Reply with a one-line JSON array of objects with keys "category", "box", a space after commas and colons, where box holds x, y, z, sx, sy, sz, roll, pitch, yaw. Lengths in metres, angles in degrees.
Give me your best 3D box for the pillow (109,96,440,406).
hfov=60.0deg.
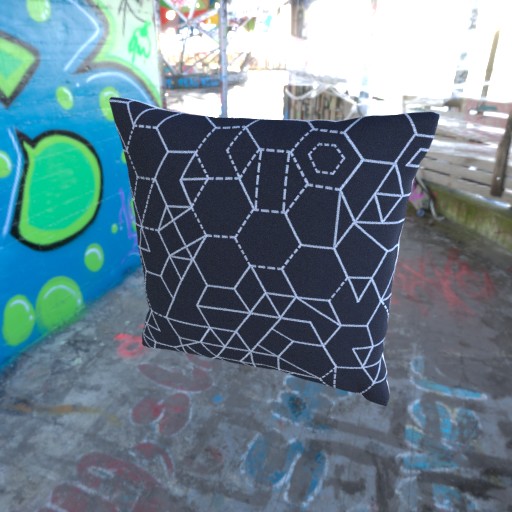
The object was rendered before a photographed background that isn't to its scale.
[{"category": "pillow", "box": [0.000, 0.000, 0.771, 0.517, 0.508, 0.158, 9, 27, 17]}]
